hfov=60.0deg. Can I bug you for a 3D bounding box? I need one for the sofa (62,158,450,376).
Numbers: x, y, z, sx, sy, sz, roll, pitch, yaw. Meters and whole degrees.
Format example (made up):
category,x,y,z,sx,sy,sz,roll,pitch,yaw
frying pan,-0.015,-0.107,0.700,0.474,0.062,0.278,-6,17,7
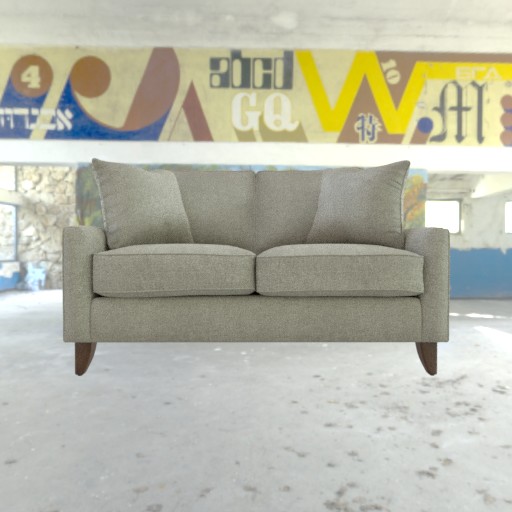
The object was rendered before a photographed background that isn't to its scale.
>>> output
category,x,y,z,sx,sy,sz,roll,pitch,yaw
sofa,0.000,0.000,1.986,1.422,0.863,0.915,0,1,0
